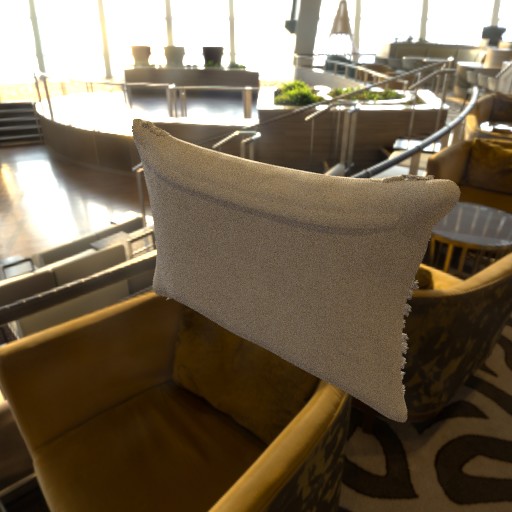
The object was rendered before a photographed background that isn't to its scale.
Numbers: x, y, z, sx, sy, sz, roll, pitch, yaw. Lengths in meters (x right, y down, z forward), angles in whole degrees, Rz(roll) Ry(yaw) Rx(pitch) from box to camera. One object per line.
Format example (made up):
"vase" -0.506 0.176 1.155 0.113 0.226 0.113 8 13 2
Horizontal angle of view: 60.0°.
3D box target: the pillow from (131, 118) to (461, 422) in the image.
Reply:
"pillow" 0.000 0.000 0.588 0.466 0.305 0.084 21 34 34
